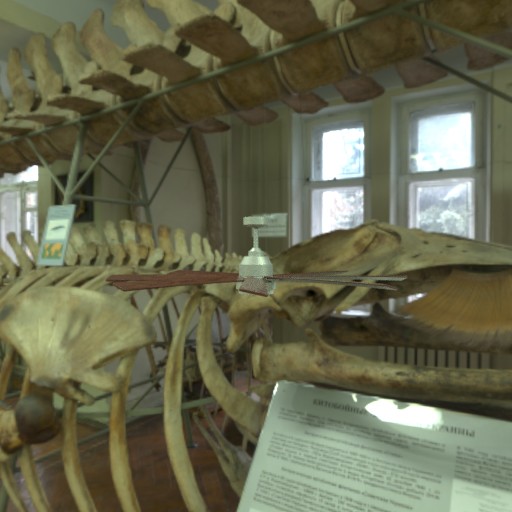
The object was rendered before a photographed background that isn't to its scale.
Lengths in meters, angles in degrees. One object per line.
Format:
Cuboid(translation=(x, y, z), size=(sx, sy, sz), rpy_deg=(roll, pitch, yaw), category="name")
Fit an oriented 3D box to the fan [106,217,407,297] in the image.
Cuboid(translation=(0.000, 0.000, 2.734), size=(1.830, 0.472, 1.830), rpy_deg=(0, 1, 1), category="fan")
